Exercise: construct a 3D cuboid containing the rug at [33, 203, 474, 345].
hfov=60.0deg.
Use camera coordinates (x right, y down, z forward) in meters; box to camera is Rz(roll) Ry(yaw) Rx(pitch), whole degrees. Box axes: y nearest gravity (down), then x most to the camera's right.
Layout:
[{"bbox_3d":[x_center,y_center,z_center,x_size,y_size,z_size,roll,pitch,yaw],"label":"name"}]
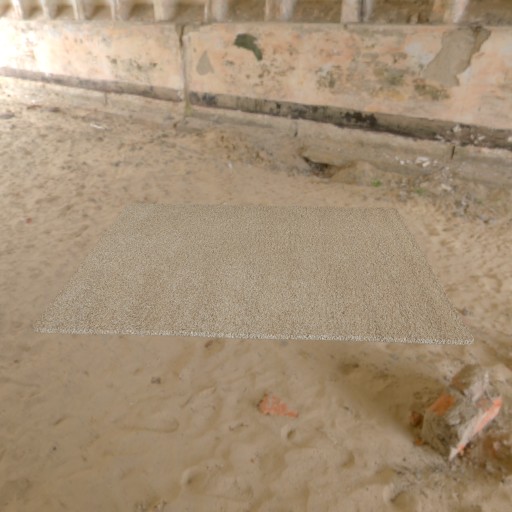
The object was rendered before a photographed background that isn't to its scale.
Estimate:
[{"bbox_3d":[0.000,0.000,2.117,1.600,0.025,1.199,1,29,2],"label":"rug"}]
